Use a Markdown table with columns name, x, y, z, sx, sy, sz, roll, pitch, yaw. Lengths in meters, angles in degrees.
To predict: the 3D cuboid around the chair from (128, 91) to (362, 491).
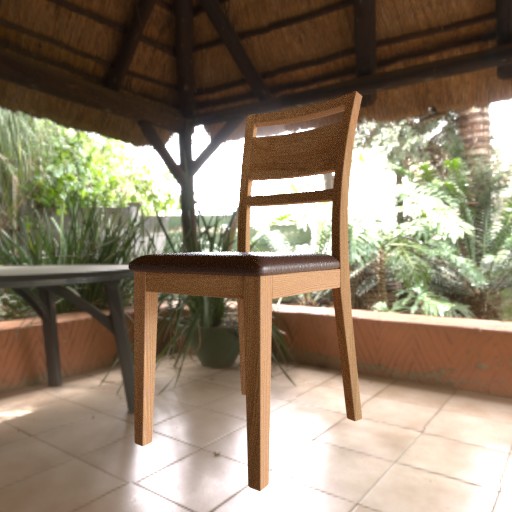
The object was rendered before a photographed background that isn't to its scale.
| name | x | y | z | sx | sy | sz | roll | pitch | yaw |
| --- | --- | --- | --- | --- | --- | --- | --- | --- | --- |
| chair | 0.000 | 0.000 | 1.202 | 0.420 | 0.940 | 0.545 | 0 | 1 | 35 |
